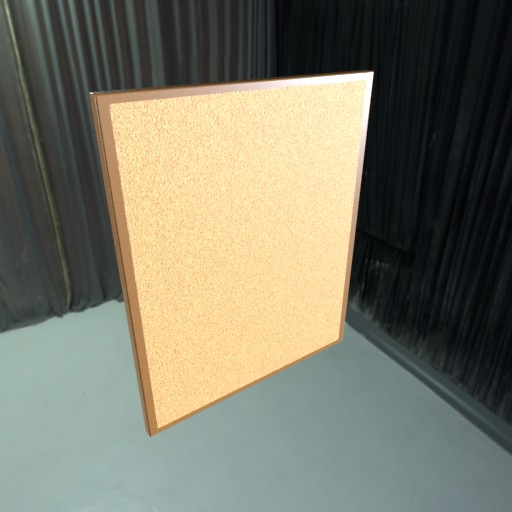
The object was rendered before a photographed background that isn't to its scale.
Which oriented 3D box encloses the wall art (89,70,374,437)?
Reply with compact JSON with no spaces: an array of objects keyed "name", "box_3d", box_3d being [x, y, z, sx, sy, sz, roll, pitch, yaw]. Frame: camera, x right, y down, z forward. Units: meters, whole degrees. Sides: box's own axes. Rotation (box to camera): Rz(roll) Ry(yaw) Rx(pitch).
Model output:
[{"name":"wall art","box_3d":[0.000,0.000,0.509,0.310,0.379,0.015,-18,33,-30]}]
